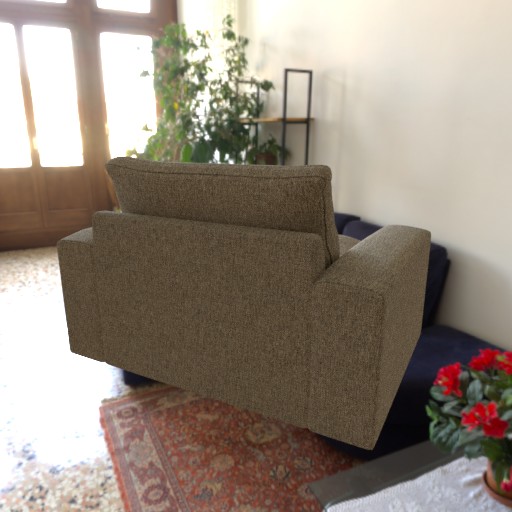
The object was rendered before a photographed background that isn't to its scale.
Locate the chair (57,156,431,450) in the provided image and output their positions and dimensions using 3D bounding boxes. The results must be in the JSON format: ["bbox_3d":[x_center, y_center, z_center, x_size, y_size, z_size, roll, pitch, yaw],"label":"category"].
[{"bbox_3d":[0.000,0.000,2.046,1.398,0.915,1.039,8,18,27],"label":"chair"}]
